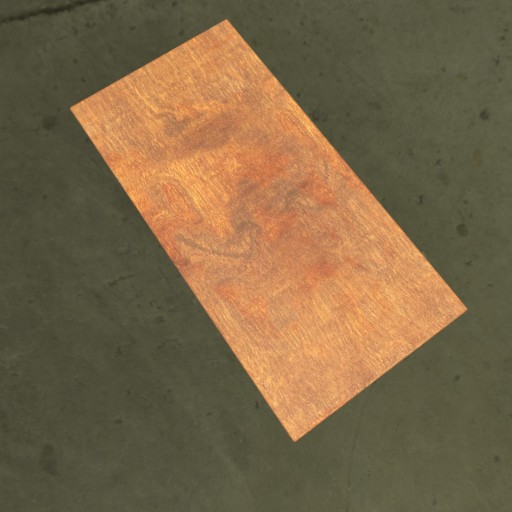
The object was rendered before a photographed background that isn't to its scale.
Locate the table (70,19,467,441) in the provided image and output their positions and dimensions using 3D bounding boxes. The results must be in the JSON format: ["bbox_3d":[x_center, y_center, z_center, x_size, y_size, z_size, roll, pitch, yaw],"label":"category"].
[{"bbox_3d":[0.000,0.000,0.961,0.305,0.610,0.610,-34,77,-9],"label":"table"}]
